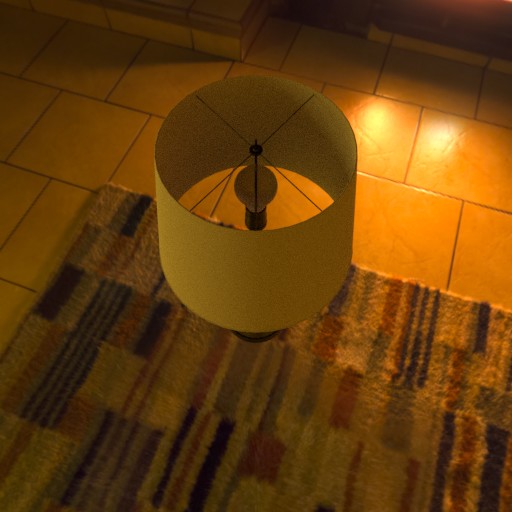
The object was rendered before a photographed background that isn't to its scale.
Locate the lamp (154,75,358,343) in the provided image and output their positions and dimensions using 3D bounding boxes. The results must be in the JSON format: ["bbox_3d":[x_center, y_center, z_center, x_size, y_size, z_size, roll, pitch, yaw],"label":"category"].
[{"bbox_3d":[0.000,0.000,0.815,0.331,0.594,0.331,0,62,0],"label":"lamp"}]
